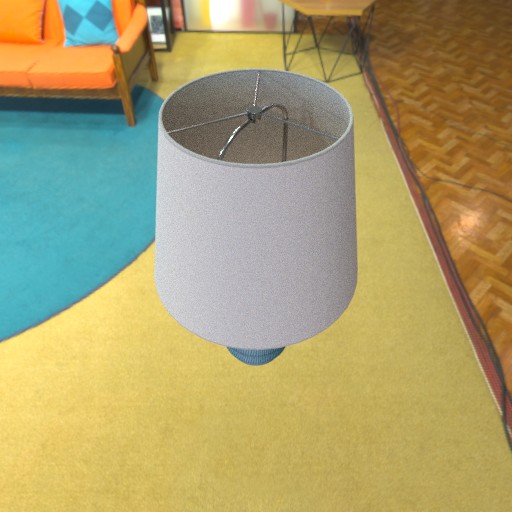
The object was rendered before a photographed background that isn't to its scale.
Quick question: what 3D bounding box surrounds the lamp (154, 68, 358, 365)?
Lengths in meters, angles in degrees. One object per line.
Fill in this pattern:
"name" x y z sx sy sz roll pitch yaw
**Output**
"lamp" 0.000 0.000 0.552 0.254 0.392 0.254 0 46 0
